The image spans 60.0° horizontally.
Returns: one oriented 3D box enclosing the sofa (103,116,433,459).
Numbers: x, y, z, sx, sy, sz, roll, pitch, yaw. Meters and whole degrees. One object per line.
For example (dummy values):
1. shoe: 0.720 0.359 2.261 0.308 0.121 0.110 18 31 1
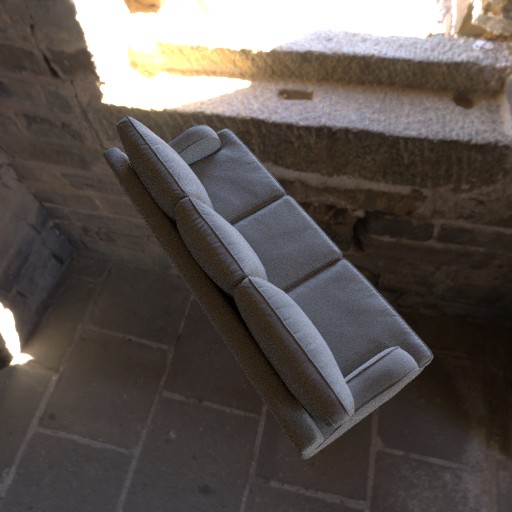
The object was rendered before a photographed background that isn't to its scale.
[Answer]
1. sofa: 0.000 0.000 2.907 1.016 0.997 2.323 -30 63 -17
